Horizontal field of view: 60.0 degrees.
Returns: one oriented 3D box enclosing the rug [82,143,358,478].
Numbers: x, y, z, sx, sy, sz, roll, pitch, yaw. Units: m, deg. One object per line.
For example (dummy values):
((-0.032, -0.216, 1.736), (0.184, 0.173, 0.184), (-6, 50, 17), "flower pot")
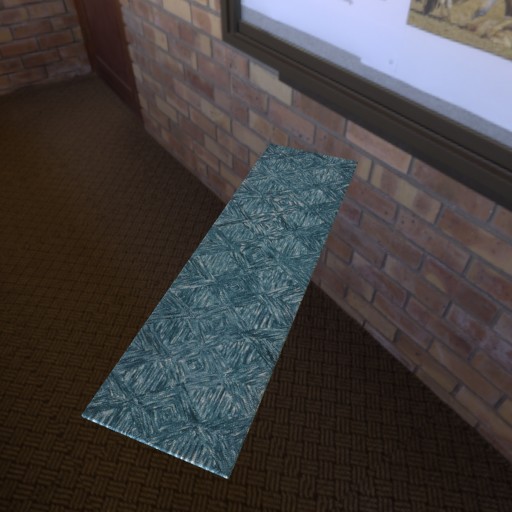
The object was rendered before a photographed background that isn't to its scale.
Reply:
((0.000, 0.000, 2.516), (0.676, 0.016, 2.286), (16, 48, 15), "rug")
